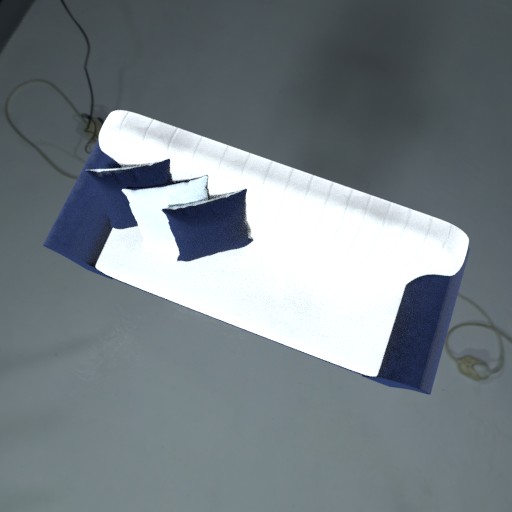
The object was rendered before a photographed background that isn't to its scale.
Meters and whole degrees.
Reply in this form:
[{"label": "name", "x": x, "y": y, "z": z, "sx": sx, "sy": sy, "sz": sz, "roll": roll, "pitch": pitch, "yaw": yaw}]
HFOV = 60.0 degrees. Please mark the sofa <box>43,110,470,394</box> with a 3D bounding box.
[{"label": "sofa", "x": 0.000, "y": 0.000, "z": 2.371, "sx": 2.006, "sy": 0.789, "sz": 0.749, "roll": 20, "pitch": 77, "yaw": 5}]
